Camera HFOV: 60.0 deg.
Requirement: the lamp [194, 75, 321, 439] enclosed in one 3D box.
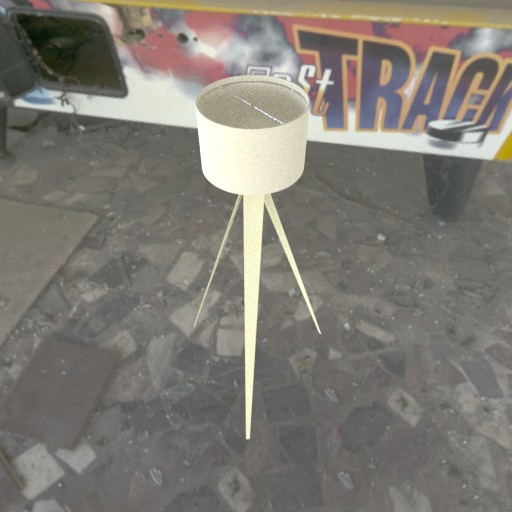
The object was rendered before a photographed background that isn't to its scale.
[{"bbox_3d":[0.000,0.000,1.947,0.716,1.524,0.724,-31,54,-26],"label":"lamp"}]
